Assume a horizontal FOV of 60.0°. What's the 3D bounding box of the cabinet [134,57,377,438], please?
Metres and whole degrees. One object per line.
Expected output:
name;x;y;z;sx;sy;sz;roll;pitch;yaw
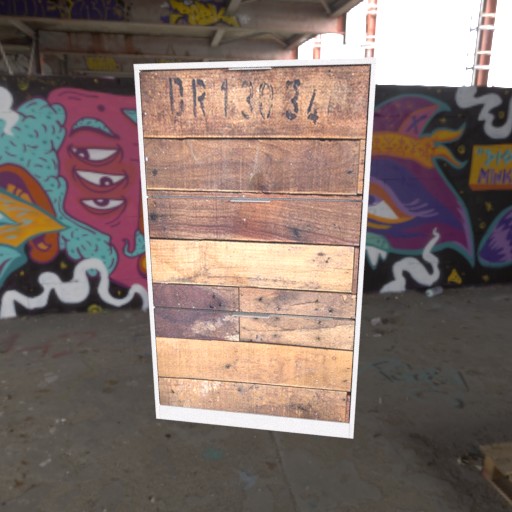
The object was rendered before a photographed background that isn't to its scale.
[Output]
cabinet;0.000;0.000;1.611;0.750;1.280;0.250;2;15;9
